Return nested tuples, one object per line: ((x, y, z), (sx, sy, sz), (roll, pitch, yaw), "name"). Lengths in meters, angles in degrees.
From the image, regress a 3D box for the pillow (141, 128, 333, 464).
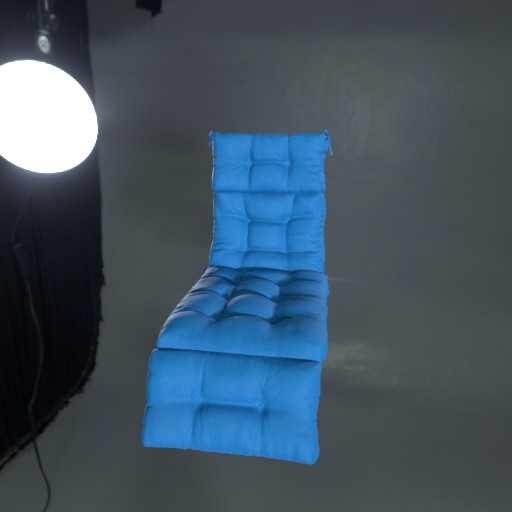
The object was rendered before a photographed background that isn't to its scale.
((0.000, 0.000, 1.535), (0.526, 0.863, 1.016), (2, 16, 8), "pillow")
